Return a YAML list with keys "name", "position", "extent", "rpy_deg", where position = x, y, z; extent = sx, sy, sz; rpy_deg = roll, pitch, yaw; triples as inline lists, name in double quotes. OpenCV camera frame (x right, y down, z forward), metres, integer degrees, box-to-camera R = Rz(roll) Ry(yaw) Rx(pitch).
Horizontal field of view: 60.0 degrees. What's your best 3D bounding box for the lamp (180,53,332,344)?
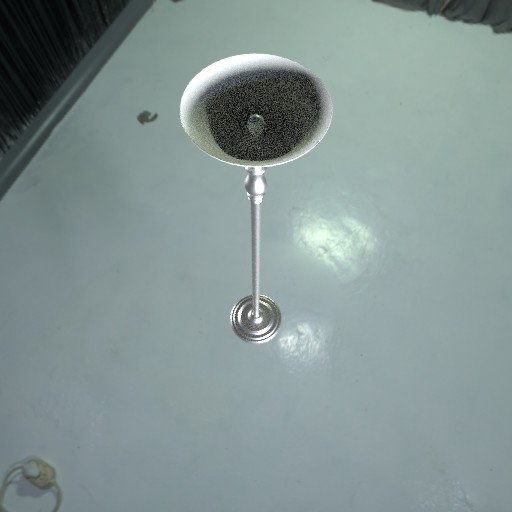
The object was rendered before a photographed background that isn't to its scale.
- name: "lamp"
  position: [0.000, 0.000, 1.969]
  extent: [0.405, 1.771, 0.405]
  rpy_deg: [15, 64, 7]
